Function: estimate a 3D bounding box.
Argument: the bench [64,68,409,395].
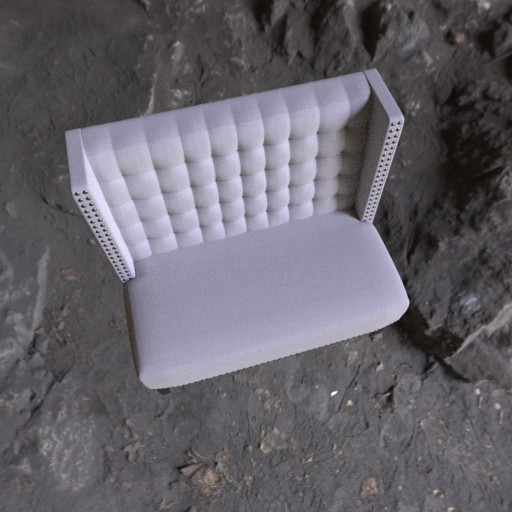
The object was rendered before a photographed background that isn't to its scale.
[{"bbox_3d":[0.000,0.000,2.033,1.280,1.123,0.847,-14,64,-7],"label":"bench"}]
